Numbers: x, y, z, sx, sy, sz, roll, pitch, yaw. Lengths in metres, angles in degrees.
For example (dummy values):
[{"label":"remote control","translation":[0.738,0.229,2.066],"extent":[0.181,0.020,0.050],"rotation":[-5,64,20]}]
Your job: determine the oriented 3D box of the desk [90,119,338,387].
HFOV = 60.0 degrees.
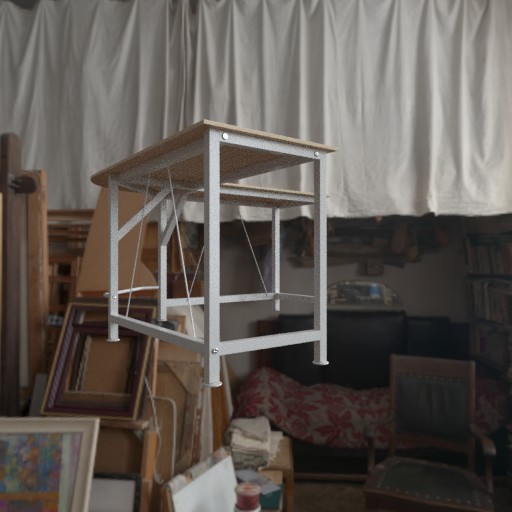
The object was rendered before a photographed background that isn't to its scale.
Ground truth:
[{"label":"desk","translation":[0.000,0.000,2.220],"extent":[1.400,0.762,1.400],"rotation":[0,0,-37]}]
